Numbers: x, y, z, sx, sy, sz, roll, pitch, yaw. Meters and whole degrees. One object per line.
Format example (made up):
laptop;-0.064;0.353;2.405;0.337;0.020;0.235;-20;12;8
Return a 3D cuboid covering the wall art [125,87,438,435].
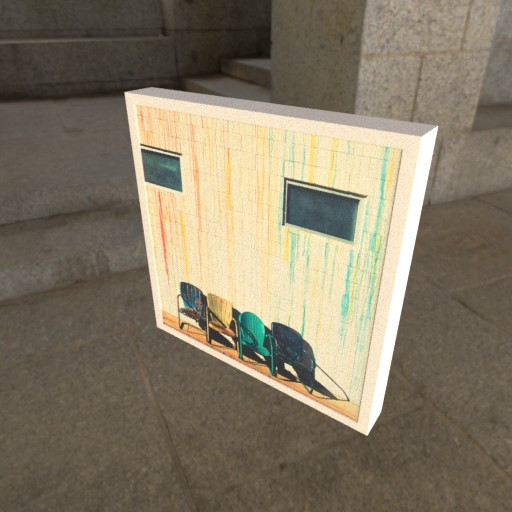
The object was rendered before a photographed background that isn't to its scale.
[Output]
wall art;0.000;0.000;0.467;0.305;0.305;0.038;19;35;30
